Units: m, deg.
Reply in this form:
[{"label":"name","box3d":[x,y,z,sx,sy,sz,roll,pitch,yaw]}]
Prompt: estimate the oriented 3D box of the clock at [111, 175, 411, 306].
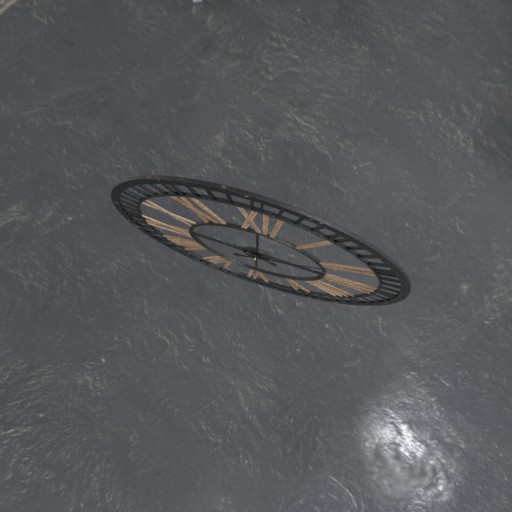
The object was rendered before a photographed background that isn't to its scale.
[{"label":"clock","box3d":[0.000,0.000,1.254,0.843,0.843,0.025,18,76,5]}]
